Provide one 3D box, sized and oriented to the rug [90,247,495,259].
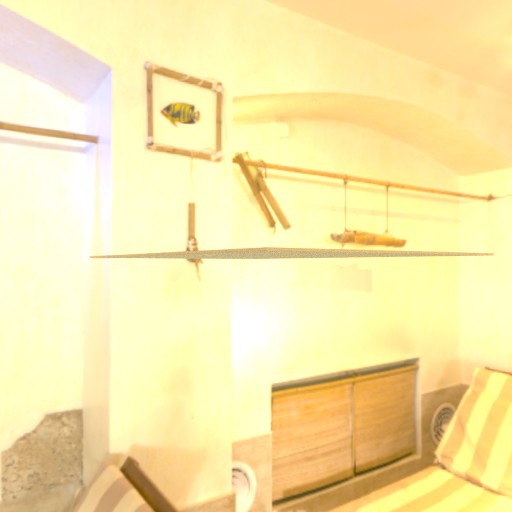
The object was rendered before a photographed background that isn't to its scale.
[{"bbox_3d":[0.000,0.000,2.874,1.526,0.014,2.290,1,-1,-35],"label":"rug"}]
